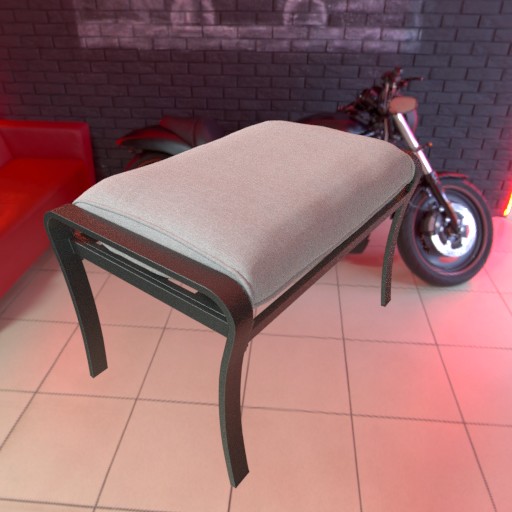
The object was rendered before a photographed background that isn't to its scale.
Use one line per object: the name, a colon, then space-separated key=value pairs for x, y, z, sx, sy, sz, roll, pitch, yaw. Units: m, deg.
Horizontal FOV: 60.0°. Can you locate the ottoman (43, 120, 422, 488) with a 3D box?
ottoman: x=0.000 y=0.000 z=0.895 sx=0.406 sy=0.422 sz=0.610 roll=22 pitch=39 yaw=31
